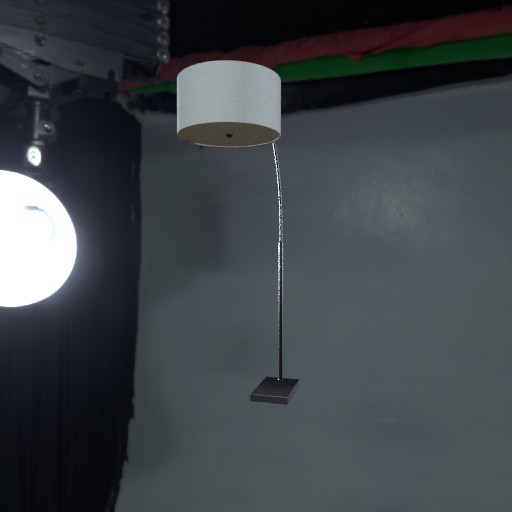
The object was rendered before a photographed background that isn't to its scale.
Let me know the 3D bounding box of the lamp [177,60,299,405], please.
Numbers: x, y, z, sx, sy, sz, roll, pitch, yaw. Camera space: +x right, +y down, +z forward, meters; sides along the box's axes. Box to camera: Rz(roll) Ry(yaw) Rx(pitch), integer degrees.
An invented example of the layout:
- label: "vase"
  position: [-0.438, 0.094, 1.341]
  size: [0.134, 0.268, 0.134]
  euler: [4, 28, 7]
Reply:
- label: "lamp"
  position: [0.000, 0.000, 2.588]
  size: [0.493, 1.927, 1.424]
  euler: [0, 1, 16]
